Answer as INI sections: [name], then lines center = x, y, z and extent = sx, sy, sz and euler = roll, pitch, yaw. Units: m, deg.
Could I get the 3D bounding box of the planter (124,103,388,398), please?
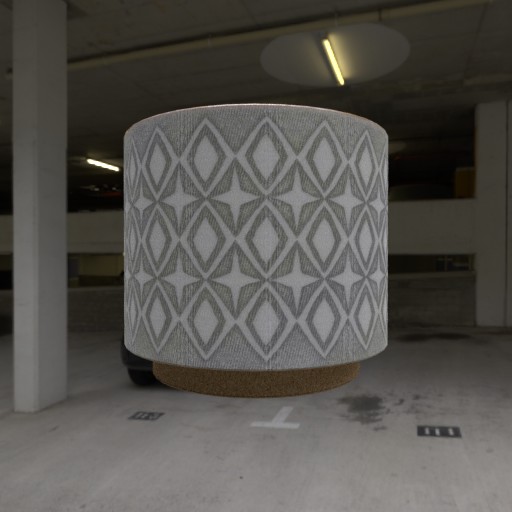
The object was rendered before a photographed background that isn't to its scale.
[planter]
center = 0.000, 0.000, 0.447
extent = 0.255, 0.223, 0.255
euler = 0, 1, 0
